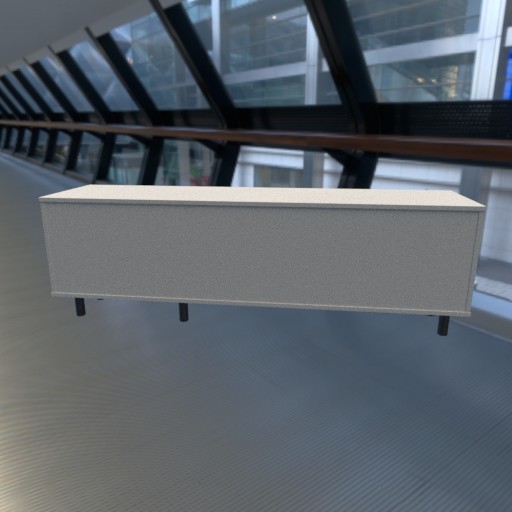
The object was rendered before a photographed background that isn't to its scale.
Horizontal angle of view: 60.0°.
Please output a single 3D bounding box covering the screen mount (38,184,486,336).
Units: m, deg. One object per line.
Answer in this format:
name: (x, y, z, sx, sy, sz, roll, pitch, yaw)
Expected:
screen mount: (0.000, 0.000, 1.844, 1.600, 0.520, 0.418, 2, 16, 7)
